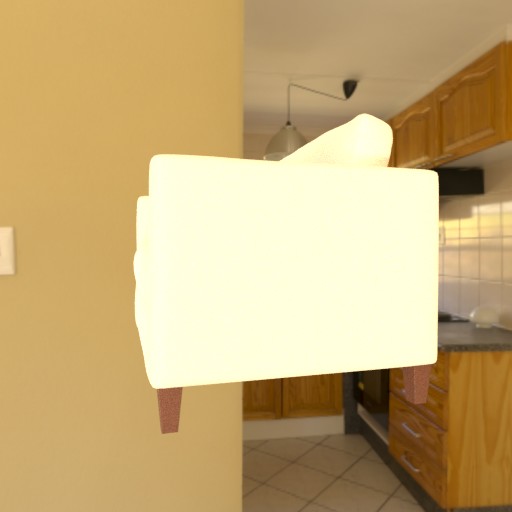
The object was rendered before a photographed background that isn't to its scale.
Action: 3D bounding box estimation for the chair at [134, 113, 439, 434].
[{"bbox_3d":[0.000,0.000,1.673,0.878,0.885,1.019,0,1,-17],"label":"chair"}]
